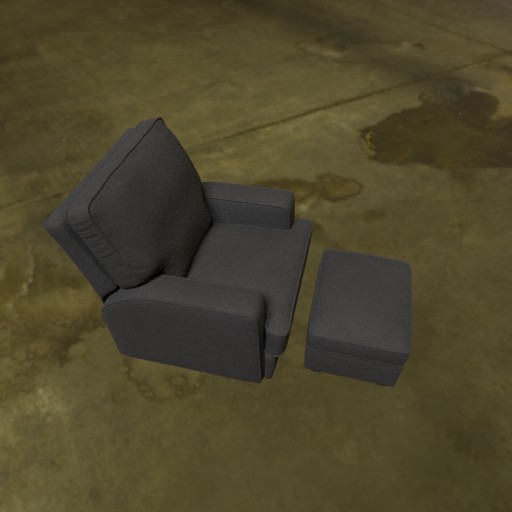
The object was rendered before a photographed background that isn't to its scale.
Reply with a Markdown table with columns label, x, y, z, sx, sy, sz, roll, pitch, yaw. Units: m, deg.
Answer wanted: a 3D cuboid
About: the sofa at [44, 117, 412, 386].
| label | x | y | z | sx | sy | sz | roll | pitch | yaw |
| --- | --- | --- | --- | --- | --- | --- | --- | --- | --- |
| sofa | 0.000 | 0.000 | 2.048 | 1.472 | 0.959 | 0.861 | 10 | 46 | 10 |
